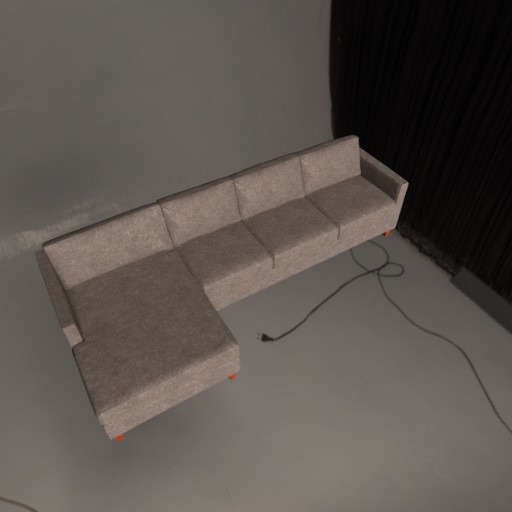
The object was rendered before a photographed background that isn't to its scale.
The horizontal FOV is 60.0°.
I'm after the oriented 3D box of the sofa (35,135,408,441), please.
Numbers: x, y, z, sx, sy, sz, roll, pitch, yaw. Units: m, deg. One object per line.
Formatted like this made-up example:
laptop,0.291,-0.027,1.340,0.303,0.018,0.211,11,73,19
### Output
sofa,0.000,0.000,4.103,3.471,0.954,1.606,-23,50,-21
